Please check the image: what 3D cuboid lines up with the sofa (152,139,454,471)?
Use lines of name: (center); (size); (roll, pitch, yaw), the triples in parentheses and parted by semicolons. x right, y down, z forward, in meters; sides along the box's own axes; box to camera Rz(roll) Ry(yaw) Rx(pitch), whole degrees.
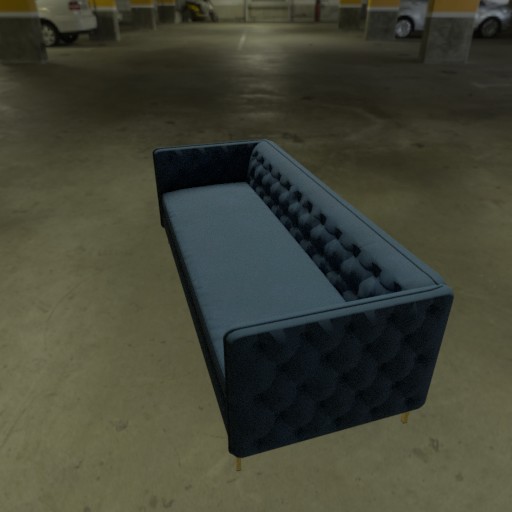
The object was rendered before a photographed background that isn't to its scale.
sofa: (0.000, 0.000, 2.595); (0.895, 0.771, 2.209); (-9, 31, -15)
